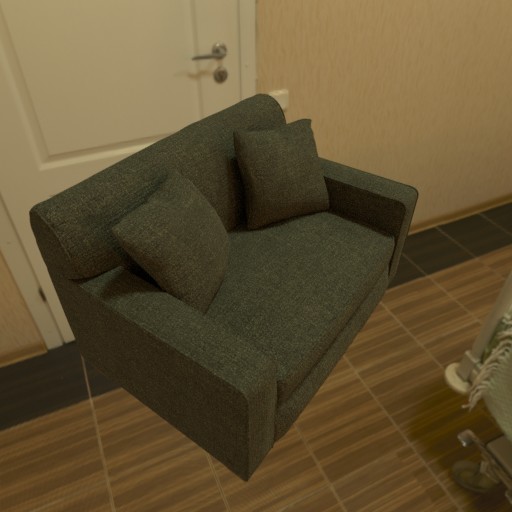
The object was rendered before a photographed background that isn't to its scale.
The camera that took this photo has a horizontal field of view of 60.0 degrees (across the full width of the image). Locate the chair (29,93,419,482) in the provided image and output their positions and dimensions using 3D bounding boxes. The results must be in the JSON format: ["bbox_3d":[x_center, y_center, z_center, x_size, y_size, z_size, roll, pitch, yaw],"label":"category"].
[{"bbox_3d":[0.000,0.000,1.984,1.000,0.948,1.383,25,46,27],"label":"chair"}]
